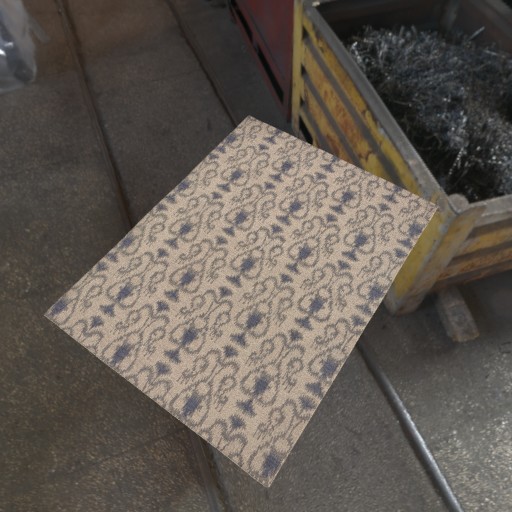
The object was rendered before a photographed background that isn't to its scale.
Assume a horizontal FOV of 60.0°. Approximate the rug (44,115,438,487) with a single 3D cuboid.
[{"bbox_3d":[0.000,0.000,4.309,2.437,0.015,3.205,30,63,18],"label":"rug"}]
